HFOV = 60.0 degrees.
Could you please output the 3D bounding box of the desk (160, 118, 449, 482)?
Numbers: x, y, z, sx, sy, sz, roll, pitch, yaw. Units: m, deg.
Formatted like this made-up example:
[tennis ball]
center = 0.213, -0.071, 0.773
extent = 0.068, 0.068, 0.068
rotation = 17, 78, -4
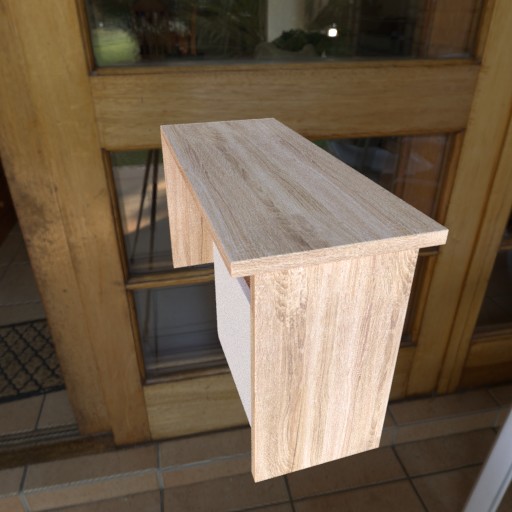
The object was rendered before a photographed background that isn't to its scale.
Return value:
[desk]
center = 0.000, 0.000, 1.646
extent = 0.500, 0.750, 1.300
rotation = -9, 30, -15
